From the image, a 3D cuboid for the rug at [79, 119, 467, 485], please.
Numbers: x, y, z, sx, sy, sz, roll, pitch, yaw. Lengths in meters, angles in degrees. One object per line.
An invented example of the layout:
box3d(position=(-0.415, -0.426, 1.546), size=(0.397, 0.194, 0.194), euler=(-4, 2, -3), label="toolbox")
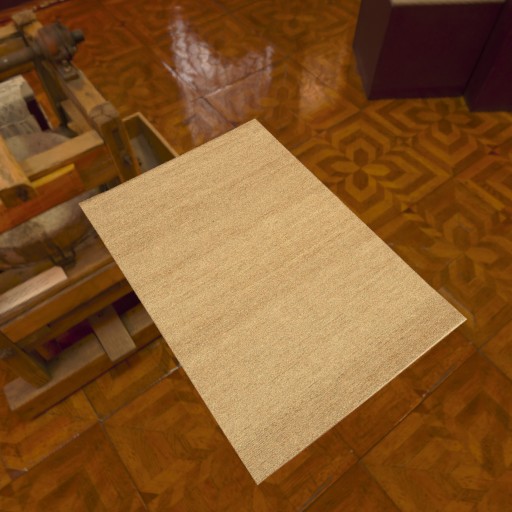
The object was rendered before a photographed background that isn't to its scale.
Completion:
box3d(position=(0.000, 0.000, 2.997), size=(1.596, 0.030, 2.283), euler=(-31, 62, -18), label="rug")
